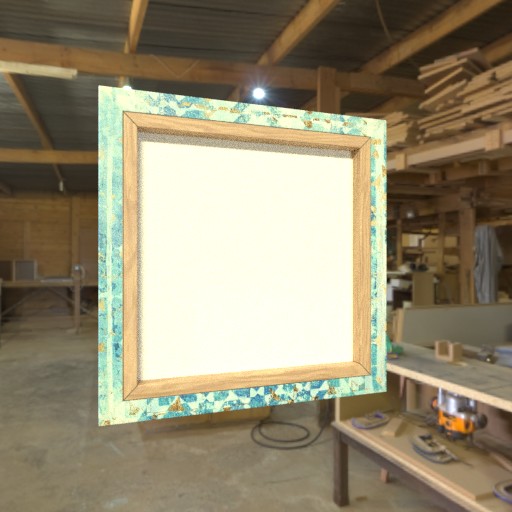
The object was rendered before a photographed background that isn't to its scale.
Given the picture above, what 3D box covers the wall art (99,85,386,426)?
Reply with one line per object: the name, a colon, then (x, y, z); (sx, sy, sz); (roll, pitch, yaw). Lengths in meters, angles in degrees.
wall art: (0.000, 0.000, 0.910); (0.609, 0.609, 0.040); (0, 0, -19)
